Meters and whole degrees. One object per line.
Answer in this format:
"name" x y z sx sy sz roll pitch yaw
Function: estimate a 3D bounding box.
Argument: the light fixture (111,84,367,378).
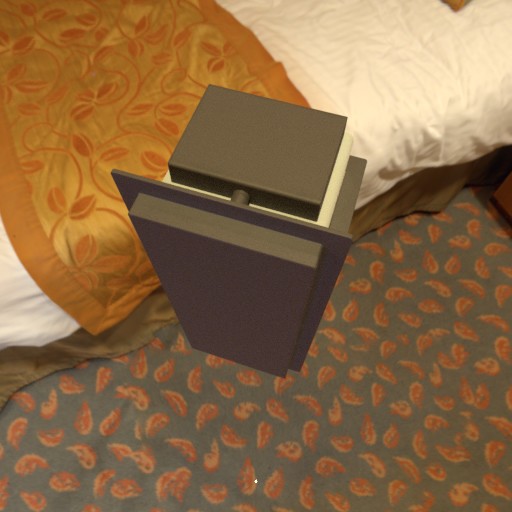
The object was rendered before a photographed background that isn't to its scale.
"light fixture" 0.000 0.000 0.441 0.153 0.347 0.146 16 64 8
